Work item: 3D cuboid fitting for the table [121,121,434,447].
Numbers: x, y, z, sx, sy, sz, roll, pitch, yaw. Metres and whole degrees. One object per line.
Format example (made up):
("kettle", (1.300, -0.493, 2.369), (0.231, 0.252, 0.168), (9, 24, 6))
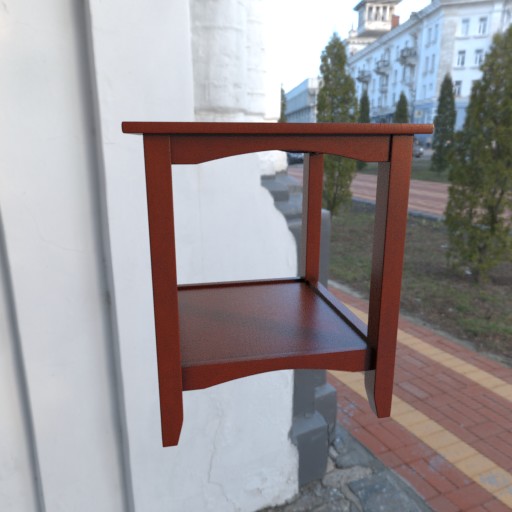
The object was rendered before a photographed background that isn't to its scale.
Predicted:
("table", (0.000, 0.000, 0.995), (0.522, 0.558, 0.523), (-2, 15, -9))
